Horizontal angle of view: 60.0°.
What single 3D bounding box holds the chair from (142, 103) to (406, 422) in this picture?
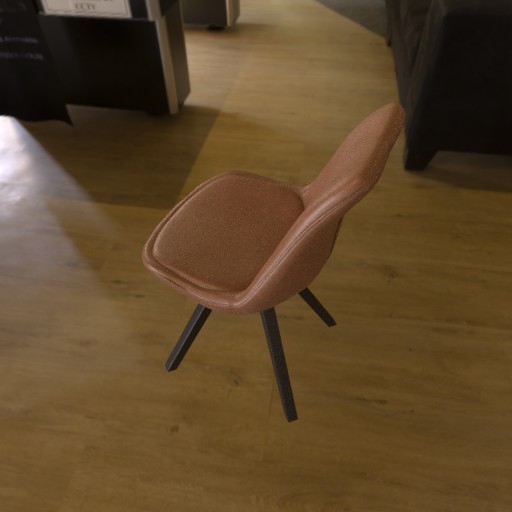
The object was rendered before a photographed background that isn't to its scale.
[{"bbox_3d":[0.000,0.000,1.177,0.550,0.850,0.475,19,49,17],"label":"chair"}]
